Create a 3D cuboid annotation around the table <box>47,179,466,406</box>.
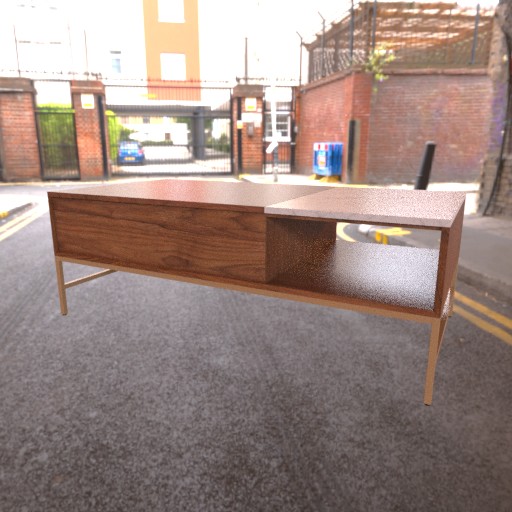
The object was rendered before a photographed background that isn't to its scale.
[{"bbox_3d":[0.000,0.000,1.909,1.553,0.551,0.789,7,16,27],"label":"table"}]
